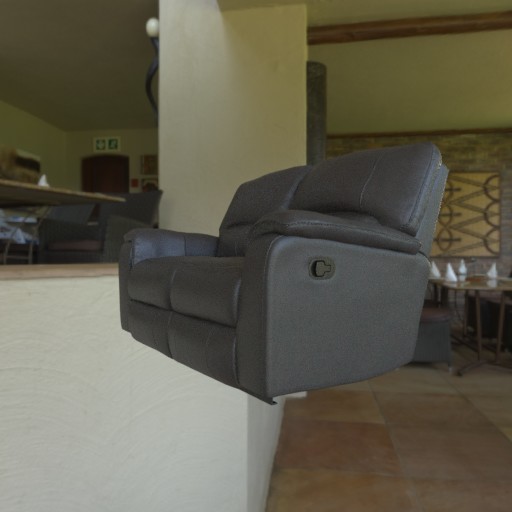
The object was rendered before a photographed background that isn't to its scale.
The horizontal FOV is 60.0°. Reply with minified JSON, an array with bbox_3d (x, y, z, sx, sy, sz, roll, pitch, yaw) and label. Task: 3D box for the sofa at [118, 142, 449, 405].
[{"bbox_3d":[0.000,0.000,2.439,1.104,1.111,1.765,0,1,-34],"label":"sofa"}]
